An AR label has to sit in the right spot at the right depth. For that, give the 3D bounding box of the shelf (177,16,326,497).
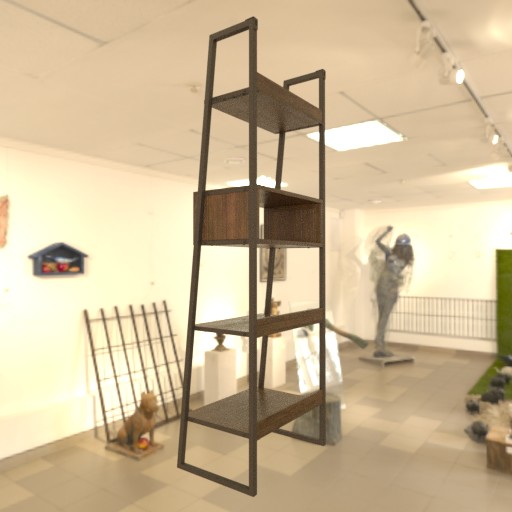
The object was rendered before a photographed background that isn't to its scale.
[{"bbox_3d":[0.000,0.000,2.239,0.454,2.005,0.652,-1,-1,36],"label":"shelf"}]
